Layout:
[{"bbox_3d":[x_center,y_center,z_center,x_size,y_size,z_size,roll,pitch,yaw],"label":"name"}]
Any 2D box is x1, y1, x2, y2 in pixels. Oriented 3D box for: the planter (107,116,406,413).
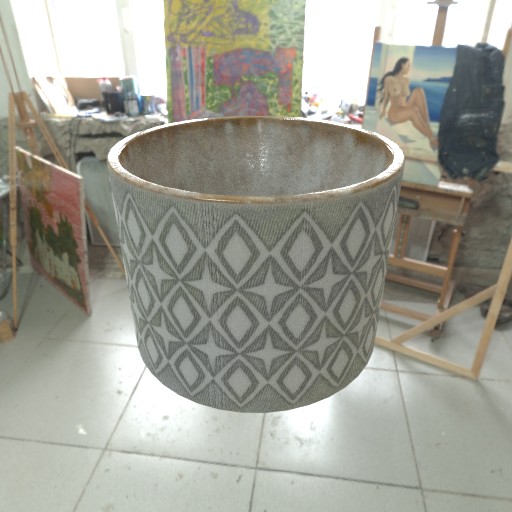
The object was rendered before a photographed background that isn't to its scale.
[{"bbox_3d":[0.000,0.000,0.447,0.255,0.223,0.255,0,29,0],"label":"planter"}]
